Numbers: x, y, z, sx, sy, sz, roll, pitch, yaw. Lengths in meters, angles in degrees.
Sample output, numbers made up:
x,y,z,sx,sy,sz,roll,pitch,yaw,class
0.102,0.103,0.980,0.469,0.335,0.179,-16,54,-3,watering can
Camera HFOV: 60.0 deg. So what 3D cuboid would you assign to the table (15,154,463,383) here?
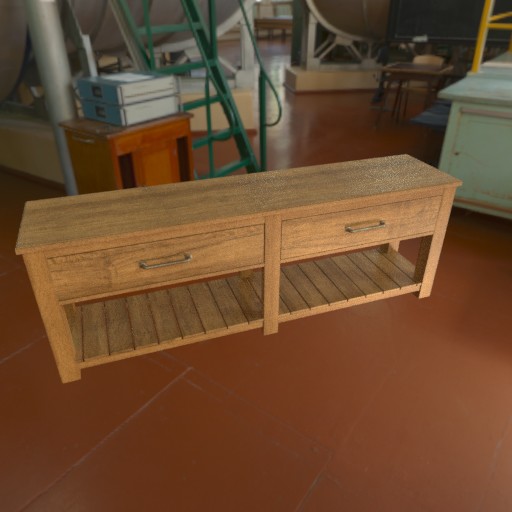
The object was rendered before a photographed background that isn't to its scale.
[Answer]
x,y,z,sx,sy,sz,roll,pitch,yaw,class
0.000,0.000,2.031,1.815,0.635,0.425,-10,32,-17,table
